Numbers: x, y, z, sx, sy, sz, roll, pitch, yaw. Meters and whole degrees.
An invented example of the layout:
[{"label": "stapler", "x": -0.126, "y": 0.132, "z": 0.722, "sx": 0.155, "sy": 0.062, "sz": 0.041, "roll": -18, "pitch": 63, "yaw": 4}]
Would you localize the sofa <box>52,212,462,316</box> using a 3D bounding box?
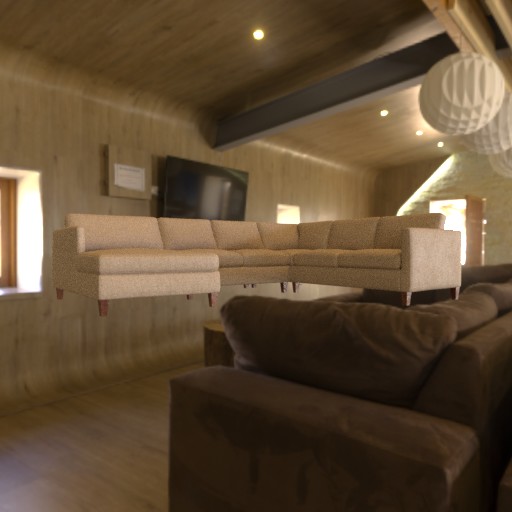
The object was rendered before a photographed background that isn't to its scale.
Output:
[{"label": "sofa", "x": 0.000, "y": 0.000, "z": 4.522, "sx": 3.403, "sy": 0.889, "sz": 2.551, "roll": 0, "pitch": 1, "yaw": -36}]
